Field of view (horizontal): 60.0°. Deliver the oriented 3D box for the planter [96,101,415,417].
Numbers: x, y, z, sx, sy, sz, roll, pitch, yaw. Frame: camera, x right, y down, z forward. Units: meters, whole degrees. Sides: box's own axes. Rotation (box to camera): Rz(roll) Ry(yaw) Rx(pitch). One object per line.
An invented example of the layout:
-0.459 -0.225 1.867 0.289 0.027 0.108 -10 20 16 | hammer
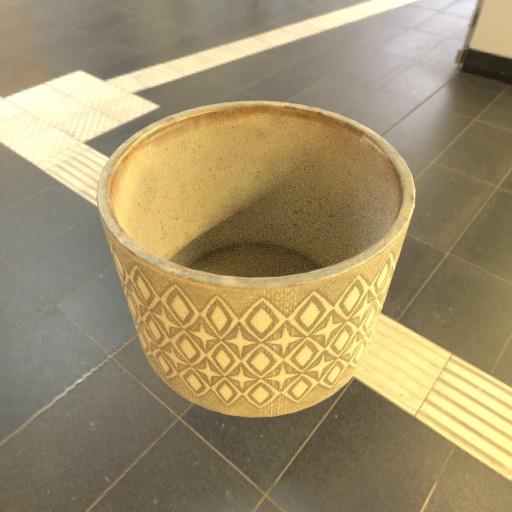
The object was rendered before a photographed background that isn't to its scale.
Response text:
0.000 0.000 0.316 0.186 0.144 0.186 0 45 0 | planter
